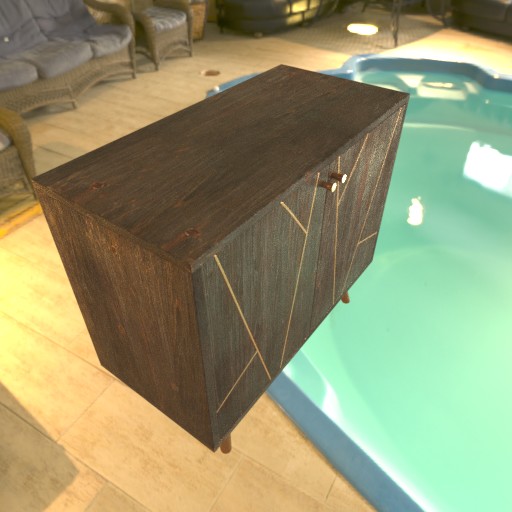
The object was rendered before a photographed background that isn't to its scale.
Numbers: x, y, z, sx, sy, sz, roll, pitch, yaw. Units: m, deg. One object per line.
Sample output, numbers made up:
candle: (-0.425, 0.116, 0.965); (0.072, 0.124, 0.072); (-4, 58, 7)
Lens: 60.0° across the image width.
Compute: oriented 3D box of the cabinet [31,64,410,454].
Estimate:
cabinet: (0.000, 0.000, 1.496); (0.529, 0.897, 1.023); (26, 47, 27)
